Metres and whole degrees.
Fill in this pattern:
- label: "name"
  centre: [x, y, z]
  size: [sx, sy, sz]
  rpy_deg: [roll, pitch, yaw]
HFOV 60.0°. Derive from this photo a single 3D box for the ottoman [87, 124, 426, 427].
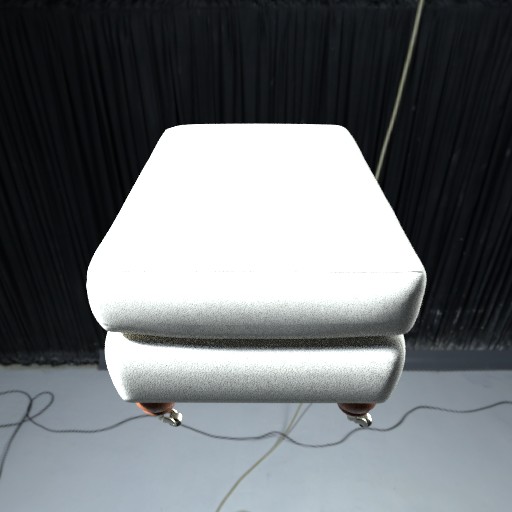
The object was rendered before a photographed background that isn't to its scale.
- label: "ottoman"
  centre: [0.000, 0.000, 1.118]
  size: [0.569, 0.499, 0.773]
  rpy_deg: [0, 33, 0]
